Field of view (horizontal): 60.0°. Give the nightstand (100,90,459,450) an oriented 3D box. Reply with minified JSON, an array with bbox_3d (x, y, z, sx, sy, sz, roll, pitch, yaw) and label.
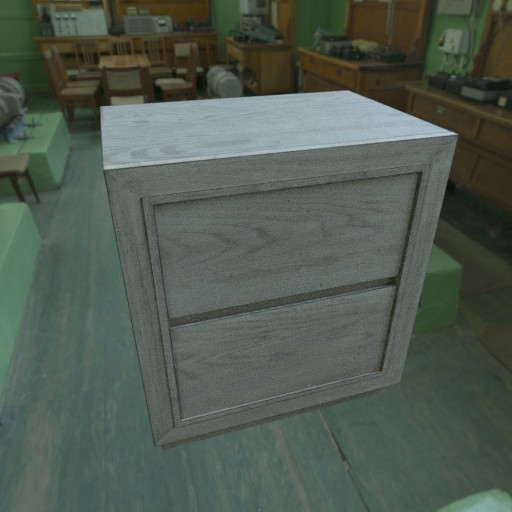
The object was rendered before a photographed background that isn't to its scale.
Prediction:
[{"bbox_3d":[0.000,0.000,1.083,0.612,0.673,0.483,-9,32,-15],"label":"nightstand"}]
